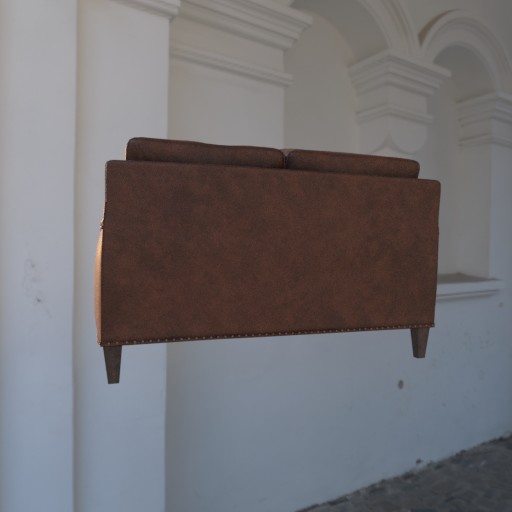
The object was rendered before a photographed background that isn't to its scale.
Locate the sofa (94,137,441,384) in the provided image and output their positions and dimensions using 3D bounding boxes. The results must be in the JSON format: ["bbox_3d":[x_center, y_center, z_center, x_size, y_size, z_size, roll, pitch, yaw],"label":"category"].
[{"bbox_3d":[0.000,0.000,2.365,1.628,1.003,1.083,0,0,-18],"label":"sofa"}]
